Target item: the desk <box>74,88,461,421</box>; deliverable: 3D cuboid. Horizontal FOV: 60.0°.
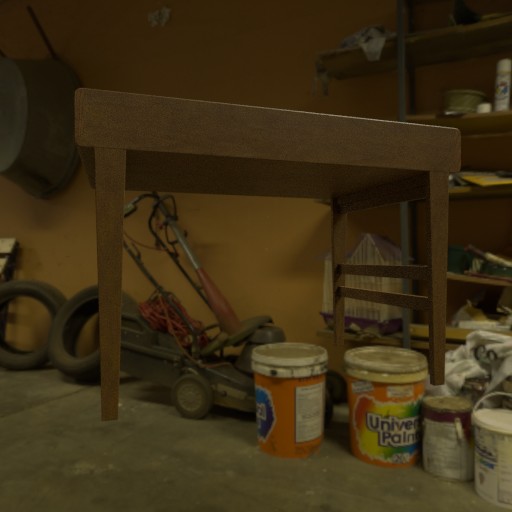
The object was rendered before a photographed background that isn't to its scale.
[{"bbox_3d":[0.000,0.000,1.469,1.066,0.754,0.660,0,0,-18],"label":"desk"}]
